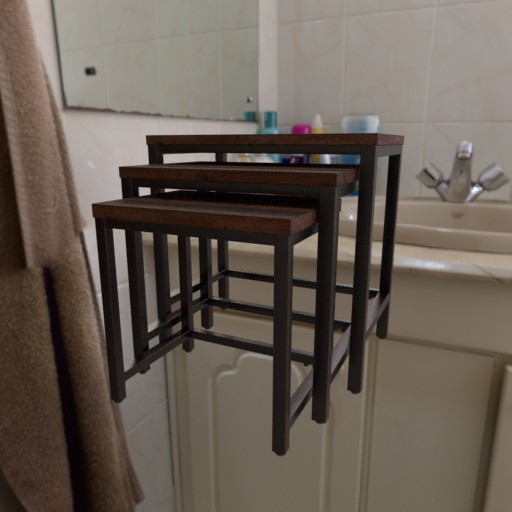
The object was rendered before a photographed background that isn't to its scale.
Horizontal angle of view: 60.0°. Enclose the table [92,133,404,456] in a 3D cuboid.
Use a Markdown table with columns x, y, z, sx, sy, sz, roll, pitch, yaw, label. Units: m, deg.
| x | y | z | sx | sy | sz | roll | pitch | yaw | label |
| --- | --- | --- | --- | --- | --- | --- | --- | --- | --- |
| 0.000 | 0.000 | 1.165 | 0.608 | 0.616 | 0.660 | 7 | 16 | 25 | table |
